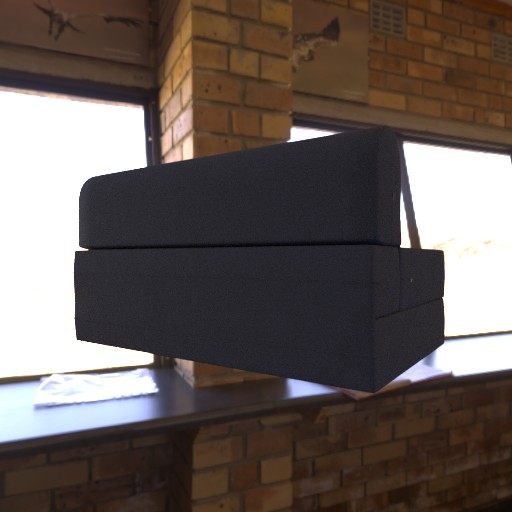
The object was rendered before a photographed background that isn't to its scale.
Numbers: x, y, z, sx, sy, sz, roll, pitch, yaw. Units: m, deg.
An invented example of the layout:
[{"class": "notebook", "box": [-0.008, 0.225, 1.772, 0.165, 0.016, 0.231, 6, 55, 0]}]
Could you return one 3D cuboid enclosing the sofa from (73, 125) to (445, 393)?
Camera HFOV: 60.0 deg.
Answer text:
[{"class": "sofa", "box": [0.000, 0.000, 1.688, 1.219, 0.660, 0.762, 0, 0, 35]}]
